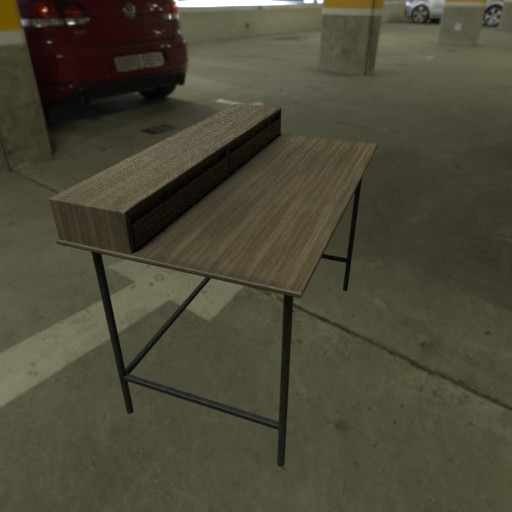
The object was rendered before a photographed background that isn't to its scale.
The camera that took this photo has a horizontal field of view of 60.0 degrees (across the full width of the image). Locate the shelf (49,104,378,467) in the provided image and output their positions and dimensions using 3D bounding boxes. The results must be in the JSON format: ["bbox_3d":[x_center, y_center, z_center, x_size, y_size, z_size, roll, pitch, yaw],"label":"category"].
[{"bbox_3d":[0.000,0.000,1.731,0.685,0.865,1.212,11,33,18],"label":"shelf"}]
